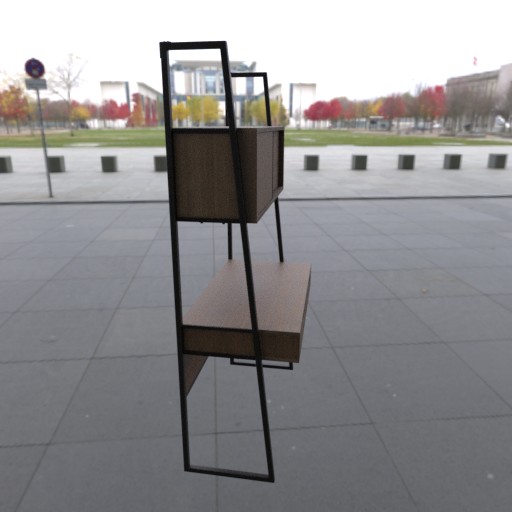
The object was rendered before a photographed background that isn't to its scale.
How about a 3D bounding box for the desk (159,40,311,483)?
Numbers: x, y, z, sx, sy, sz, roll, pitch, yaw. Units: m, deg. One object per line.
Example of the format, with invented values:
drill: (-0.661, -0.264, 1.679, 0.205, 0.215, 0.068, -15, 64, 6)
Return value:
desk: (0.000, 0.000, 2.207, 0.515, 1.809, 0.982, 3, 17, 9)
